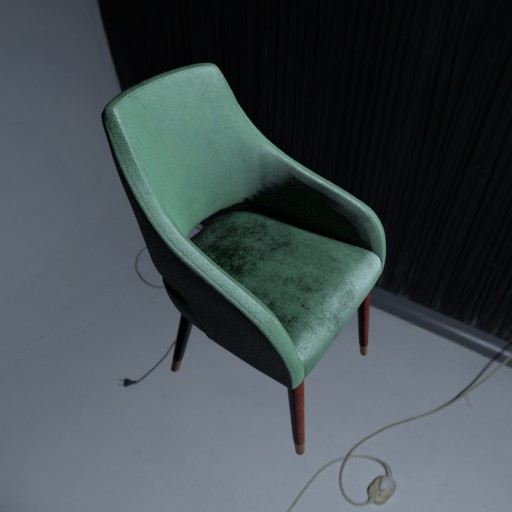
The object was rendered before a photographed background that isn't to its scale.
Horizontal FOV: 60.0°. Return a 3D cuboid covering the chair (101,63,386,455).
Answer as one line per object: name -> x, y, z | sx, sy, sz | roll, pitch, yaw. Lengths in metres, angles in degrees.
chair -> 0.000, 0.000, 1.553 | 0.794, 1.081, 0.683 | 25, 47, 26
